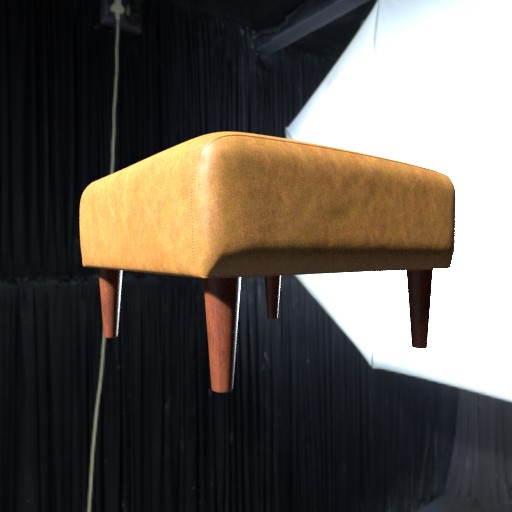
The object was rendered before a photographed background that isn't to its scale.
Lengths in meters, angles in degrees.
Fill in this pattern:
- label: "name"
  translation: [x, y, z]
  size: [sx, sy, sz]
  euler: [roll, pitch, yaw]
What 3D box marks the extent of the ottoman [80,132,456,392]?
- label: "ottoman"
  translation: [0.000, 0.000, 1.028]
  size: [0.650, 0.399, 0.650]
  euler: [0, 1, -36]
